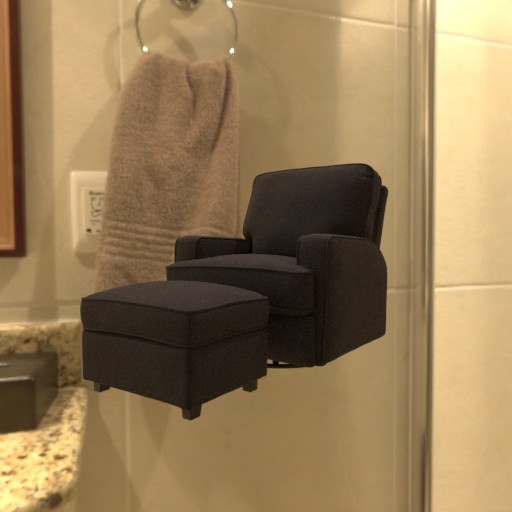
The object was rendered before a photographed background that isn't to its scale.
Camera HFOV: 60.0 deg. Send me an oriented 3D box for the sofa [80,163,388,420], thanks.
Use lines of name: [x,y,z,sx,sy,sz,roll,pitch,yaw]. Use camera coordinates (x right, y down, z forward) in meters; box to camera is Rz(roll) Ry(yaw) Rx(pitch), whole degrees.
sofa: [0.000,0.000,2.031,0.861,0.959,1.472,1,2,35]
